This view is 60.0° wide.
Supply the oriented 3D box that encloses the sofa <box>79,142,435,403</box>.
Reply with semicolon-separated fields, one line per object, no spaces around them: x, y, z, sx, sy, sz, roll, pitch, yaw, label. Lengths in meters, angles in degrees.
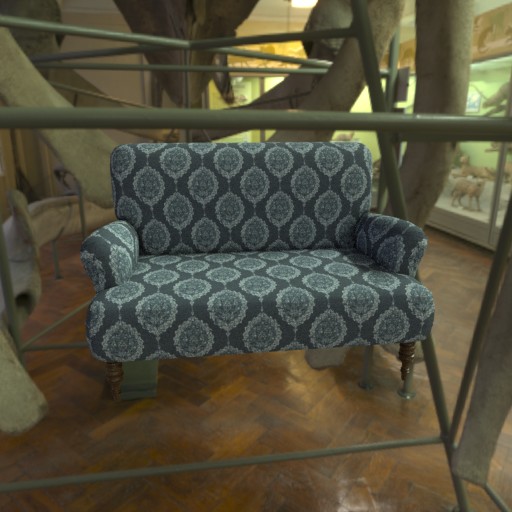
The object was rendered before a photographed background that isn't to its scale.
0.000;0.000;1.814;1.297;0.867;0.779;-2;17;-7;sofa
